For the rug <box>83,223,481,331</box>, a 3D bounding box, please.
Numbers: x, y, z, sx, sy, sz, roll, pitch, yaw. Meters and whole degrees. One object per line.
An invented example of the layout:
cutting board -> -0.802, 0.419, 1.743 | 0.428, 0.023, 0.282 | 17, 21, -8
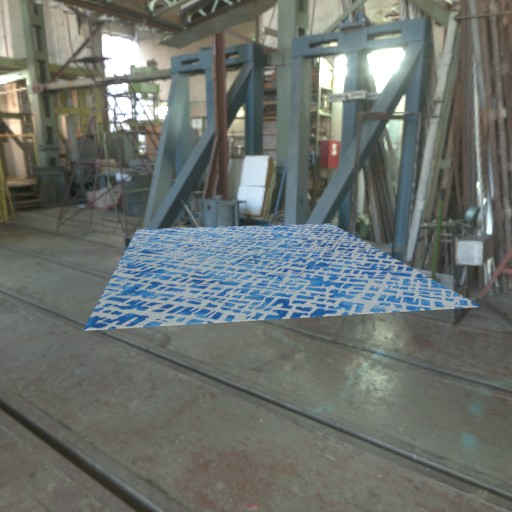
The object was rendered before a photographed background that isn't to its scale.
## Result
rug -> 0.000, 0.000, 4.079 | 2.435, 0.007, 3.007 | -2, 14, -8
